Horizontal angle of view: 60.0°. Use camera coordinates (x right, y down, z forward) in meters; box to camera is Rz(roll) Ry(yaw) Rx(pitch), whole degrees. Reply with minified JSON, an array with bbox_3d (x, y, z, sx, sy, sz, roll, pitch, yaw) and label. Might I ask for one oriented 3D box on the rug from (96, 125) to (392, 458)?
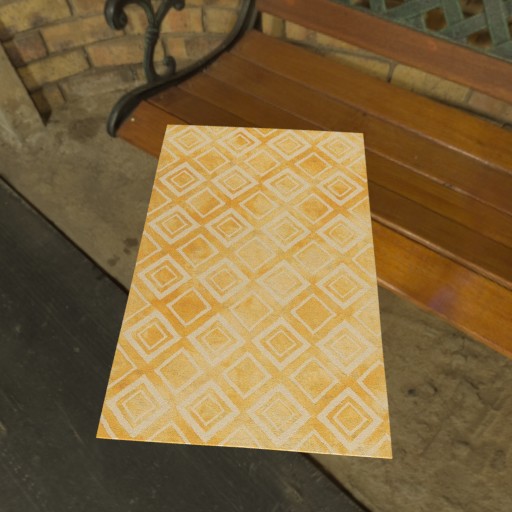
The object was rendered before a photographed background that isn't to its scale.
[{"bbox_3d":[0.000,0.000,2.271,1.213,0.010,1.829,3,59,2],"label":"rug"}]
